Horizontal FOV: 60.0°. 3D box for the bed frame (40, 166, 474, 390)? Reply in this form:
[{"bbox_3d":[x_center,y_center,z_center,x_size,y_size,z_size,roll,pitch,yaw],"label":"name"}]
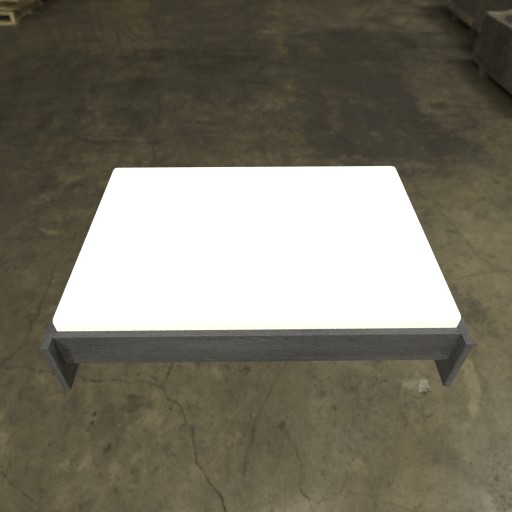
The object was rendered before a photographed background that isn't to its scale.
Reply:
[{"bbox_3d":[0.000,0.000,2.630,1.950,0.432,1.490,0,43,0],"label":"bed frame"}]
